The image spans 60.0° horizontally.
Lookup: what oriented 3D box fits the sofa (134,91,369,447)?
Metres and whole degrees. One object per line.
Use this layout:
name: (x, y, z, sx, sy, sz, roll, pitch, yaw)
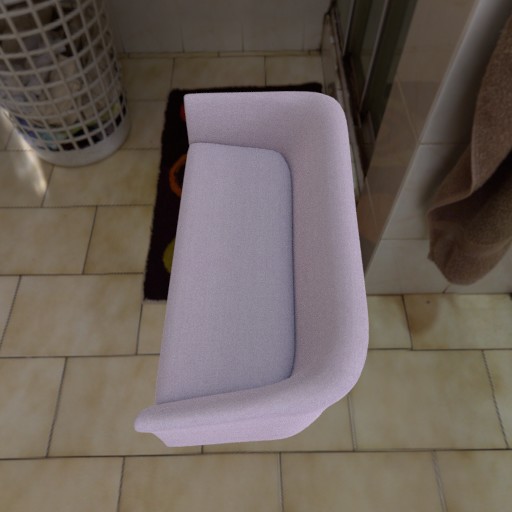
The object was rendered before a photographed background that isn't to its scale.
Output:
sofa: (0.000, 0.000, 1.846, 0.705, 0.721, 1.452, 1, 60, 1)
